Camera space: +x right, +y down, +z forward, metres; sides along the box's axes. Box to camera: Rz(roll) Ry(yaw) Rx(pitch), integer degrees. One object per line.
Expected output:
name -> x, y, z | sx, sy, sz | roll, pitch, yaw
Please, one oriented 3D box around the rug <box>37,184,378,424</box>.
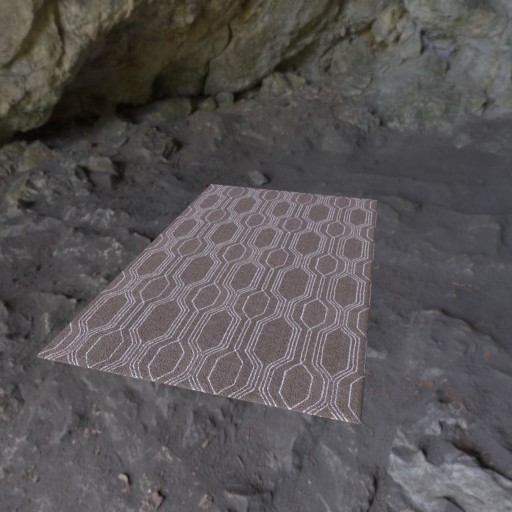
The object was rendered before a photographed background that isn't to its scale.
rug -> 0.000, 0.000, 3.003 | 1.541, 0.012, 2.457 | 7, 30, 13
